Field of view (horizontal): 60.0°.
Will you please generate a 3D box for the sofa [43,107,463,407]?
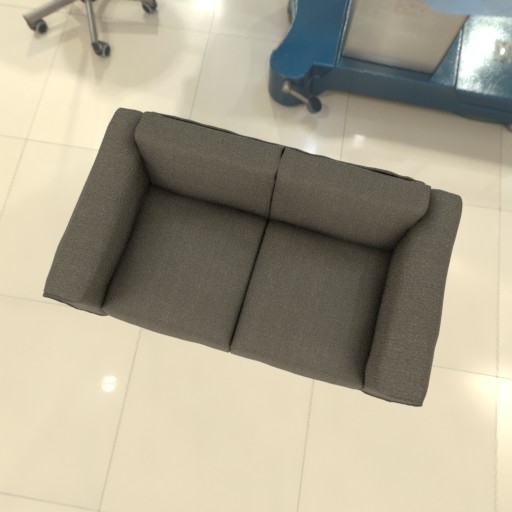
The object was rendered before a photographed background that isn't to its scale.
[{"bbox_3d":[0.000,0.000,2.146,1.690,0.656,0.960,16,75,4],"label":"sofa"}]
